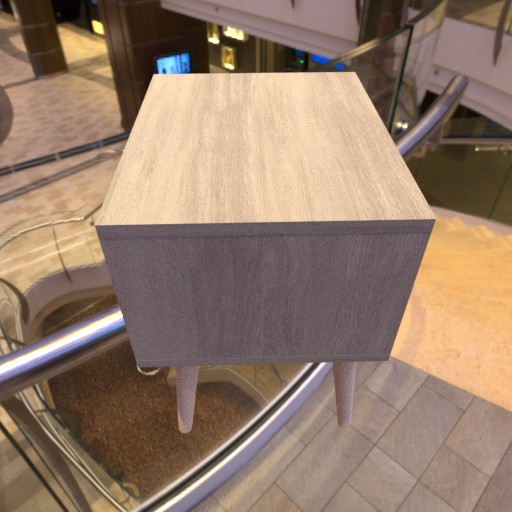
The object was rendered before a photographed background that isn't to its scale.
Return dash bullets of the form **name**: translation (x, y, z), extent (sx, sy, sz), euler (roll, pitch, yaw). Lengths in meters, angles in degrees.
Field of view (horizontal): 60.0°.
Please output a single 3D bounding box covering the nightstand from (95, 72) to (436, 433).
- **nightstand**: translation (0.000, 0.000, 0.814), extent (0.380, 0.500, 0.450), euler (-1, 42, -1)
